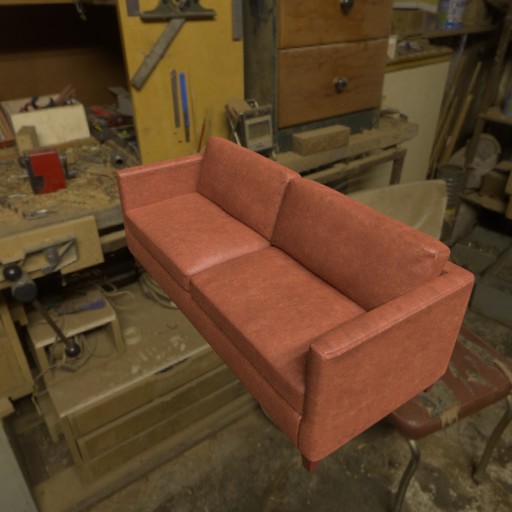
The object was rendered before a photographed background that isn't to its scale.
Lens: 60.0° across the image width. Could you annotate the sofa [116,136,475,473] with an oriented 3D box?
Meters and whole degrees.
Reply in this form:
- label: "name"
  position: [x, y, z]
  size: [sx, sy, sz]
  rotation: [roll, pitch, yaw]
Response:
- label: "sofa"
  position: [0.000, 0.000, 2.694]
  size: [0.950, 0.932, 2.204]
  rotation: [-20, 37, -29]
